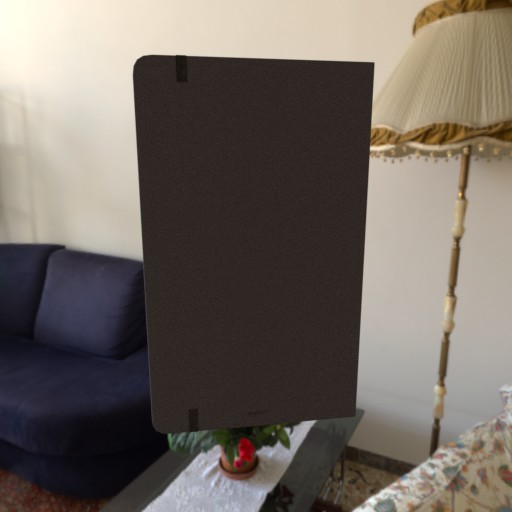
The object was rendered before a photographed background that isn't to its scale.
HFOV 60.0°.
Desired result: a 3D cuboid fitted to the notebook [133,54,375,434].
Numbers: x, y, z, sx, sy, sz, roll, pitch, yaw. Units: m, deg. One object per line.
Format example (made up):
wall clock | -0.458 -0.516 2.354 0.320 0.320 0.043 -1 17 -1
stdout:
notebook | 0.000 0.000 0.259 0.127 0.213 0.016 -2 13 -9
